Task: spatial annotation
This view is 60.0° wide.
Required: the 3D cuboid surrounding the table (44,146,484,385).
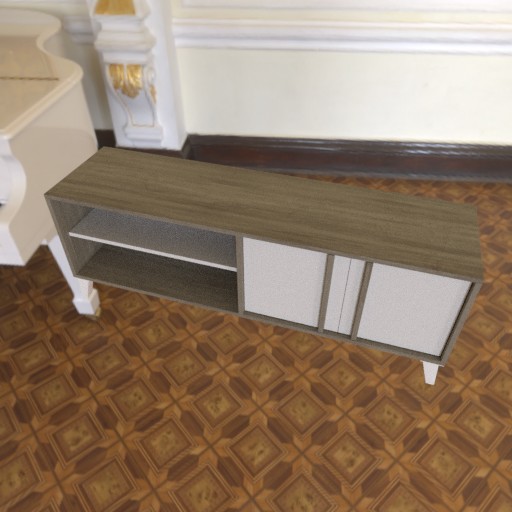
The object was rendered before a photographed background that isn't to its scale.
[{"bbox_3d":[0.000,0.000,1.761,1.500,0.530,0.400,12,42,13],"label":"table"}]
